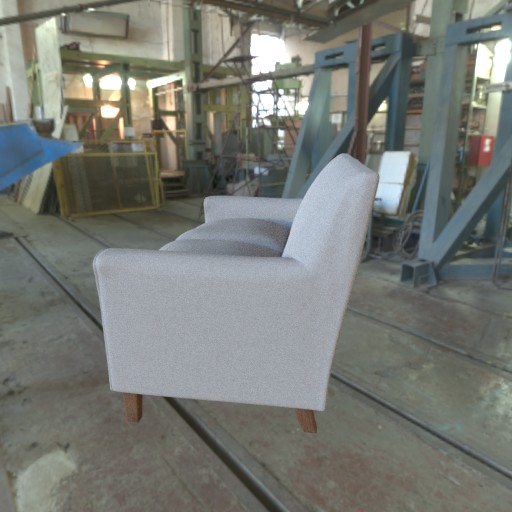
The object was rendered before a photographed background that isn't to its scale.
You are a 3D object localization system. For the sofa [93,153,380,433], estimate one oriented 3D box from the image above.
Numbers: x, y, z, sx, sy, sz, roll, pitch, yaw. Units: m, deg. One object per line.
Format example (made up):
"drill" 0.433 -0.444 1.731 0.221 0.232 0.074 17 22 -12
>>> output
"sofa" 0.000 0.000 2.058 0.888 0.890 1.482 2 15 8
